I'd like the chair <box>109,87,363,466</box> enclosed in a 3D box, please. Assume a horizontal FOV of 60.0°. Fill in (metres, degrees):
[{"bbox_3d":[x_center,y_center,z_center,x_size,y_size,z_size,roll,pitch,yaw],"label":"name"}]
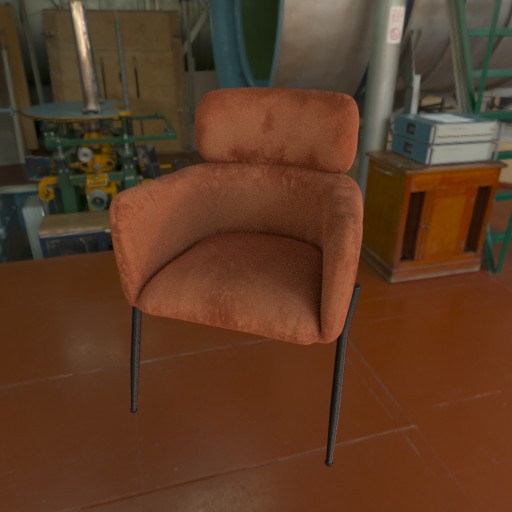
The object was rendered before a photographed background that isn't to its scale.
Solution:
[{"bbox_3d":[0.000,0.000,1.145,0.561,0.772,0.523,8,28,16],"label":"chair"}]
